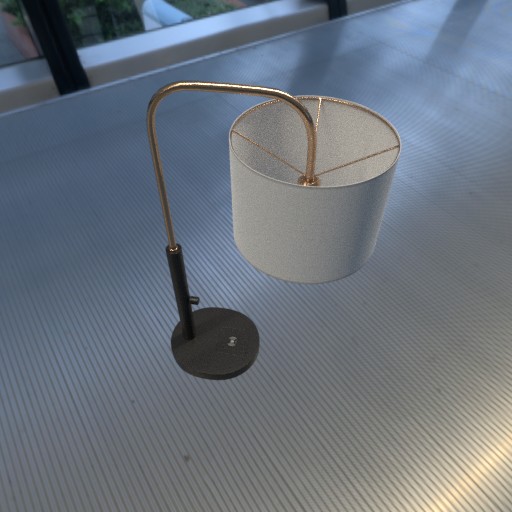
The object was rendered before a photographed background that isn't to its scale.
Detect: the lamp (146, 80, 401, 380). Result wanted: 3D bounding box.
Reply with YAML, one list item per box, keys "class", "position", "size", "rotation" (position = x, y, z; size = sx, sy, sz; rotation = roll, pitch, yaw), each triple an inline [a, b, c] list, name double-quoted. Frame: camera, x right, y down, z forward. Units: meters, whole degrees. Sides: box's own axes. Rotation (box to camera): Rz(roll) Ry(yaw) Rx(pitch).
- class: "lamp"
  position: [0.000, 0.000, 0.682]
  size: [0.337, 0.540, 0.199]
  rotation: [7, 46, 7]
